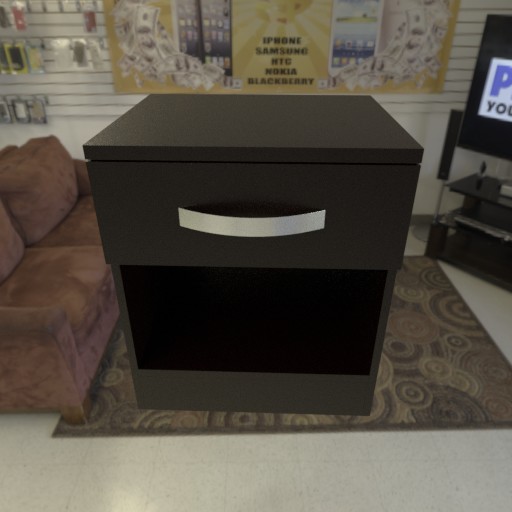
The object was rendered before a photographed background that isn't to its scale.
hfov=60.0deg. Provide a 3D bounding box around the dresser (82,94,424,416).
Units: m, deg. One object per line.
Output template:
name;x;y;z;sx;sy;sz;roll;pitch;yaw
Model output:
dresser;0.000;0.000;0.767;0.400;0.470;0.360;1;30;2
